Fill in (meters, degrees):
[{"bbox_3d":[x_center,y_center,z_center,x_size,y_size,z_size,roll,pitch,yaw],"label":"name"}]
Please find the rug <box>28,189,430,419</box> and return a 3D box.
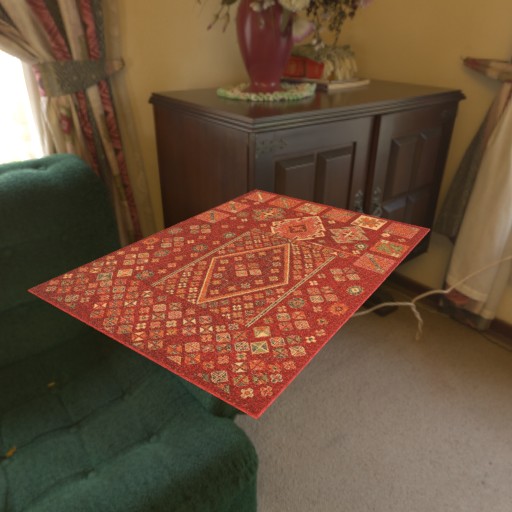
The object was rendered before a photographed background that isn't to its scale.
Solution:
[{"bbox_3d":[0.000,0.000,4.328,2.389,0.011,3.306,18,32,31],"label":"rug"}]
